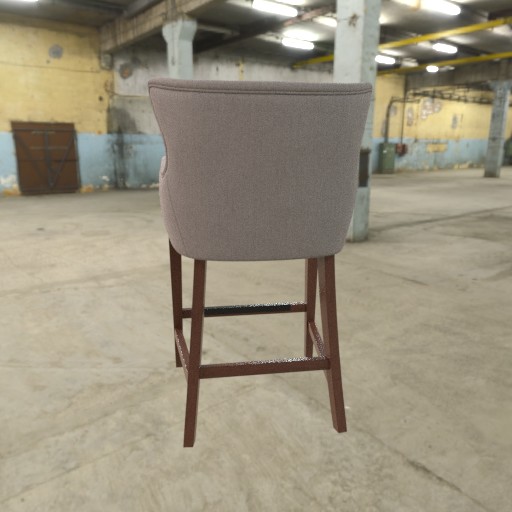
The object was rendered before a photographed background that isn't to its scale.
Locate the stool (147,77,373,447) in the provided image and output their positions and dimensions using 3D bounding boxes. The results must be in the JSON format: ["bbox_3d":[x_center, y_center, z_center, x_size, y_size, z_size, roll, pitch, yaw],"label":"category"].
[{"bbox_3d":[0.000,0.000,1.330,0.575,0.951,0.575,-2,13,-8],"label":"stool"}]
